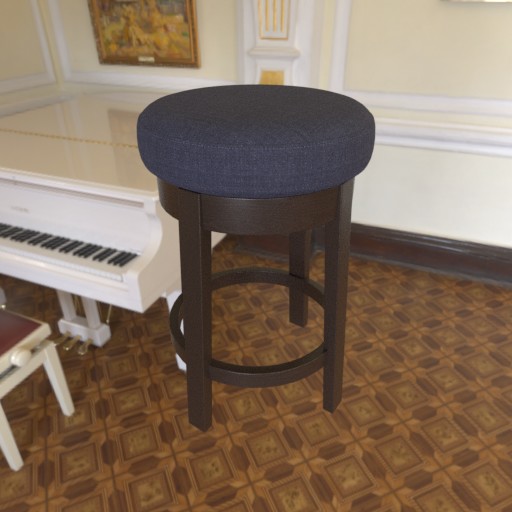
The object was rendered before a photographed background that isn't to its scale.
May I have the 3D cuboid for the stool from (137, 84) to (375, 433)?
[{"bbox_3d":[0.000,0.000,0.954,0.449,0.655,0.449,0,30,0],"label":"stool"}]
